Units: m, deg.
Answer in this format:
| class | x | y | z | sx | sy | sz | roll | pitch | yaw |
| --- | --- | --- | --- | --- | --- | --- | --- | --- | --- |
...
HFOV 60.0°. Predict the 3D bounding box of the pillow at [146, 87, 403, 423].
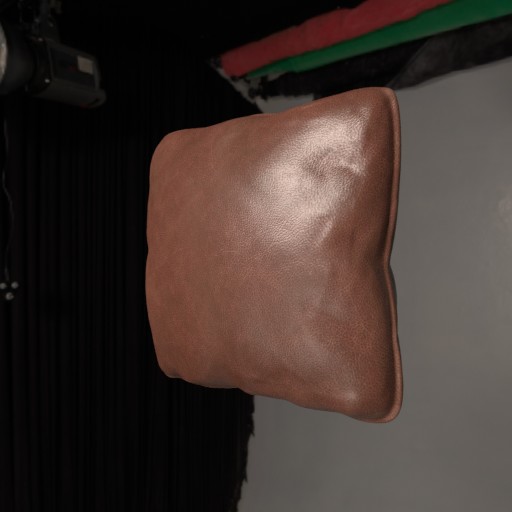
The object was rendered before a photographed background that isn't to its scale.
| class | x | y | z | sx | sy | sz | roll | pitch | yaw |
| --- | --- | --- | --- | --- | --- | --- | --- | --- | --- |
| pillow | 0.000 | 0.000 | 0.806 | 0.532 | 0.523 | 0.236 | 0 | 1 | 36 |
